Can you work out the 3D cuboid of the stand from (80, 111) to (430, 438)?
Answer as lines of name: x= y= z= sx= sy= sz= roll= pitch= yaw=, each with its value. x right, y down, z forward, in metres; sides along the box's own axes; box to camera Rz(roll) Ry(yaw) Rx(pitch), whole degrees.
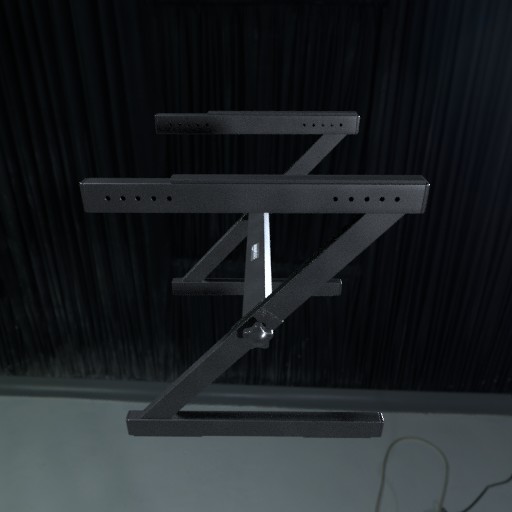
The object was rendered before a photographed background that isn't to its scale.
stand: x=0.000 y=0.000 z=1.151 sx=0.586 sy=0.617 sz=0.700 roll=0 pitch=28 yaw=0
